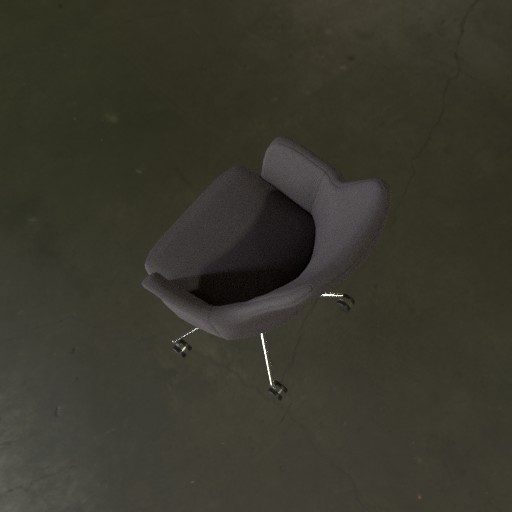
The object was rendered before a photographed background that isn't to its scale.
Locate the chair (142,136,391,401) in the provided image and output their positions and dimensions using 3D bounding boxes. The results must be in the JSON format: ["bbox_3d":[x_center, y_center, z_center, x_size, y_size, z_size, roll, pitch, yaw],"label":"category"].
[{"bbox_3d":[0.000,0.000,1.297,0.600,0.820,0.655,35,70,15],"label":"chair"}]
